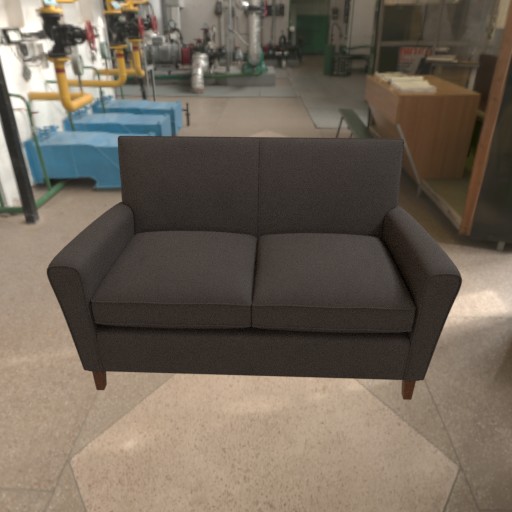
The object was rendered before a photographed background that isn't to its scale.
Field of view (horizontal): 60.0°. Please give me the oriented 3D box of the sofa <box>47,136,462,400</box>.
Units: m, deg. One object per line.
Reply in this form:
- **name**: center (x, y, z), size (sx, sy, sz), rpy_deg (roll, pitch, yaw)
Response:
- **sofa**: center (0.000, 0.000, 1.951), size (1.420, 0.846, 0.871), rpy_deg (1, 29, 2)
